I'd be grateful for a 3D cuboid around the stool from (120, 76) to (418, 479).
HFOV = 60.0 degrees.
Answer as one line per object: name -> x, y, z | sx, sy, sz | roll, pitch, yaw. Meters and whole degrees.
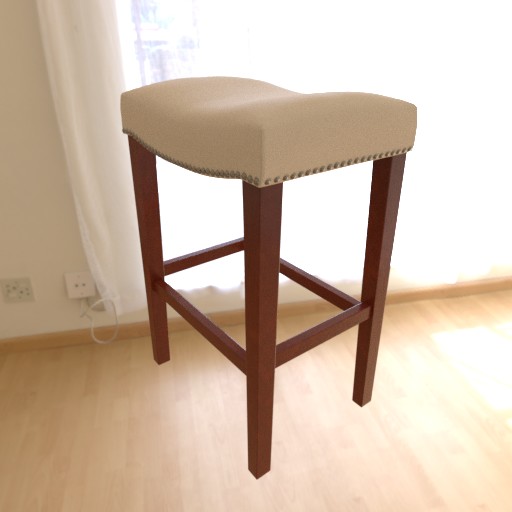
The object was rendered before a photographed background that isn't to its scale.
stool -> 0.000, 0.000, 1.021 | 0.372, 0.742, 0.504 | -19, 32, -33
